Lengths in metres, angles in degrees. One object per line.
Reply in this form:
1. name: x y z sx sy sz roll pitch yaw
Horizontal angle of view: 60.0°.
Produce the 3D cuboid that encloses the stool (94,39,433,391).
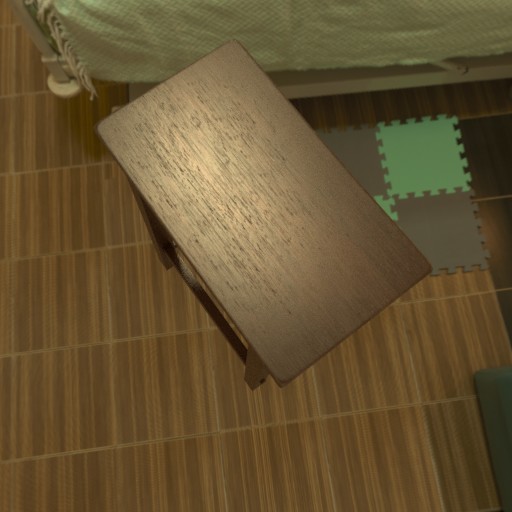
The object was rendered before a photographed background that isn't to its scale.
1. stool: 0.000 0.000 0.841 0.322 0.610 0.406 -36 78 -9
